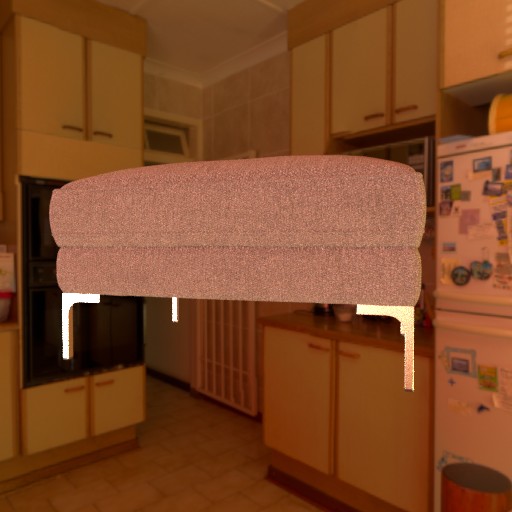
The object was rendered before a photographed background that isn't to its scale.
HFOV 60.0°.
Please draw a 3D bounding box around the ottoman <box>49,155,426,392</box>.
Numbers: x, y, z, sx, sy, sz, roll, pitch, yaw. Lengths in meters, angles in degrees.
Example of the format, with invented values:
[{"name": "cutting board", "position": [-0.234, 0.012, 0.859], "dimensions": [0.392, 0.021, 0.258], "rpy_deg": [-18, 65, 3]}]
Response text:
[{"name": "ottoman", "position": [0.000, 0.000, 1.143], "dimensions": [0.785, 0.464, 0.583], "rpy_deg": [0, 1, 17]}]
